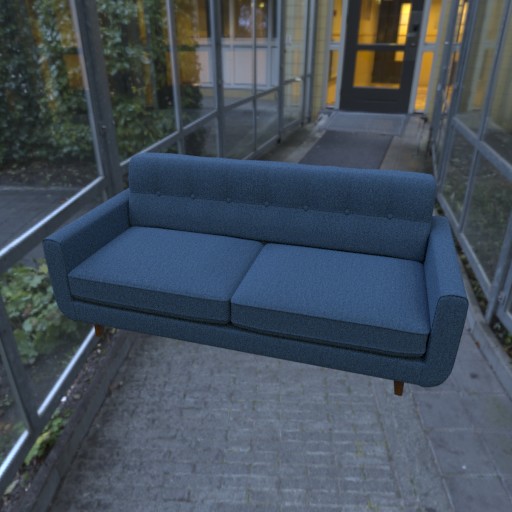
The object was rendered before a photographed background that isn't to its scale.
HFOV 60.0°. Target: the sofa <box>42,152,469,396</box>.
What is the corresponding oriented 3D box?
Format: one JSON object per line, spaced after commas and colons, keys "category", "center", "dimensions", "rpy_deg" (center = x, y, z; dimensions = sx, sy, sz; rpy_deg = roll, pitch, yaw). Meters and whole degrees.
{"category": "sofa", "center": [0.000, 0.000, 2.491], "dimensions": [2.055, 0.884, 0.942], "rpy_deg": [7, 28, 14]}
